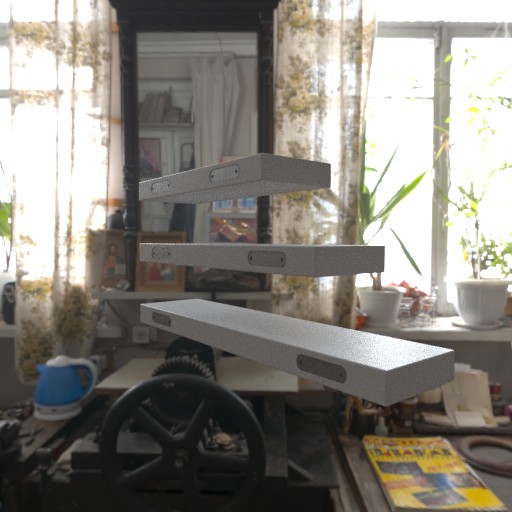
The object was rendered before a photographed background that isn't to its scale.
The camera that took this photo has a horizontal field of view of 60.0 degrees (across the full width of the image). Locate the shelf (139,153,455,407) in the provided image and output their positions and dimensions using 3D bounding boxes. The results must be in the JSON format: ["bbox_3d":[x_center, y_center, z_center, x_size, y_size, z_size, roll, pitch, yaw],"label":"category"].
[{"bbox_3d":[0.000,0.000,0.735,0.140,0.293,0.610,-2,3,-38],"label":"shelf"}]
